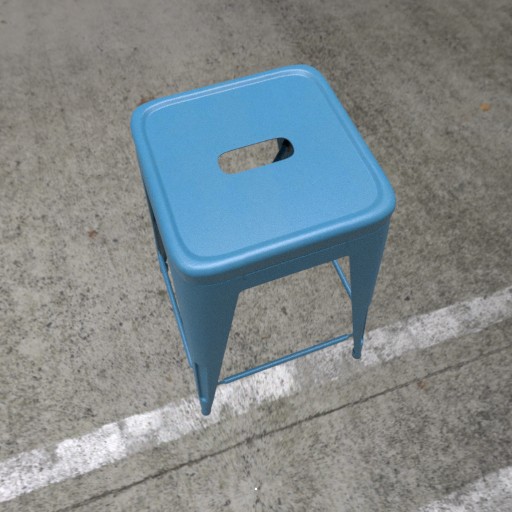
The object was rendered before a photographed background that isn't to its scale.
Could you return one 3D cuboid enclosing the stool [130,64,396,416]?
[{"bbox_3d":[0.000,0.000,0.879,0.410,0.608,0.410,-18,64,-9],"label":"stool"}]
